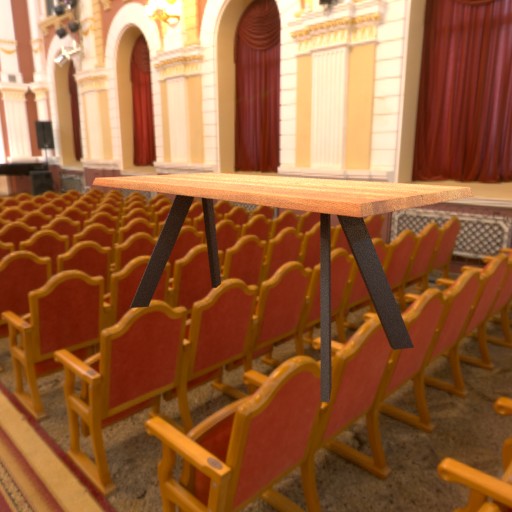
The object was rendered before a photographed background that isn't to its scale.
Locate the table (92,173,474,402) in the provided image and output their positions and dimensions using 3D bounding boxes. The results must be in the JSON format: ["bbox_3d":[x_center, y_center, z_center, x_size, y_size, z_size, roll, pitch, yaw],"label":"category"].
[{"bbox_3d":[0.000,0.000,2.330,0.900,0.770,1.800,-13,18,-43],"label":"table"}]
